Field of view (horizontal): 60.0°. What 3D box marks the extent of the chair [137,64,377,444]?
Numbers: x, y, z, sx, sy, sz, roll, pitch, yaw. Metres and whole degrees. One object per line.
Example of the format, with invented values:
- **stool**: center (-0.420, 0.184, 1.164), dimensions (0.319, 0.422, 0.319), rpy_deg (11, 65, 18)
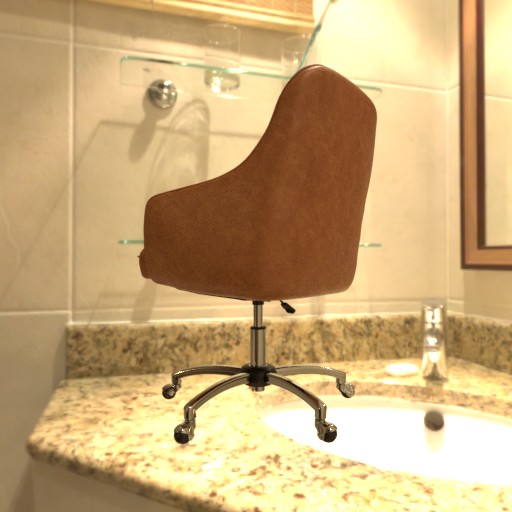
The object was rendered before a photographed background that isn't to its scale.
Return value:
- **chair**: center (0.000, 0.000, 1.306), dimensions (0.615, 0.909, 0.628), rpy_deg (0, 0, 37)
